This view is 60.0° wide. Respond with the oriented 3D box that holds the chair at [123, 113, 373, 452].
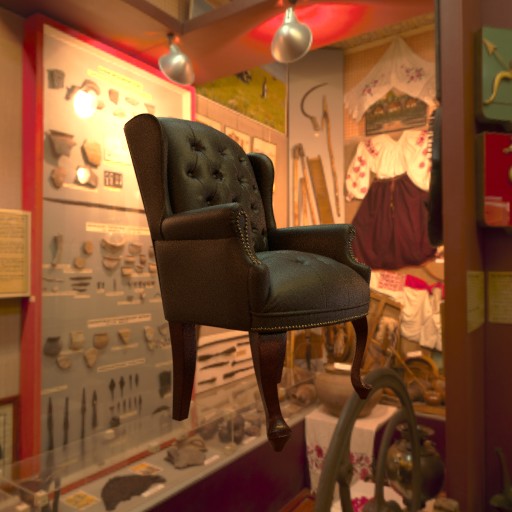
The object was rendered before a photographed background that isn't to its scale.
[{"bbox_3d":[0.000,0.000,1.681,0.762,1.111,0.838,-1,-2,36],"label":"chair"}]
